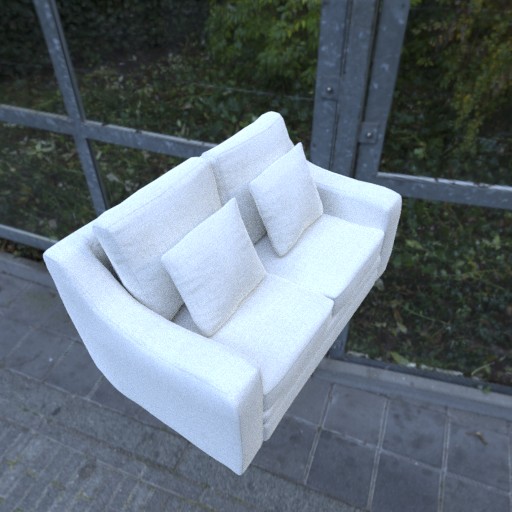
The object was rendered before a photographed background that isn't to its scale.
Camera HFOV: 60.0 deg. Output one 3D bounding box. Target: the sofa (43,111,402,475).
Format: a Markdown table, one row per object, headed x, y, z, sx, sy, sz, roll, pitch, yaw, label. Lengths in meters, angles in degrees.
| x | y | z | sx | sy | sz | roll | pitch | yaw | label |
| --- | --- | --- | --- | --- | --- | --- | --- | --- | --- |
| 0.000 | 0.000 | 2.386 | 1.040 | 1.047 | 1.744 | 24 | 45 | 26 | sofa |
